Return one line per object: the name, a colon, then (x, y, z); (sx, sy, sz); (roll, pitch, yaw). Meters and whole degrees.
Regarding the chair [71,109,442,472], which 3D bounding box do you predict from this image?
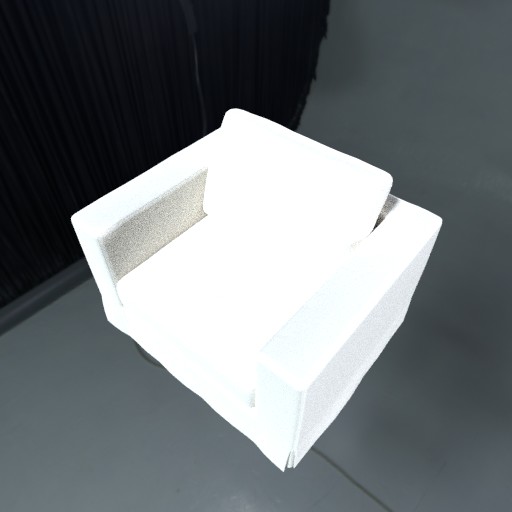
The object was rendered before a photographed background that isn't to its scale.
chair: (0.000, 0.000, 1.852); (1.150, 0.878, 0.957); (32, 54, 26)
